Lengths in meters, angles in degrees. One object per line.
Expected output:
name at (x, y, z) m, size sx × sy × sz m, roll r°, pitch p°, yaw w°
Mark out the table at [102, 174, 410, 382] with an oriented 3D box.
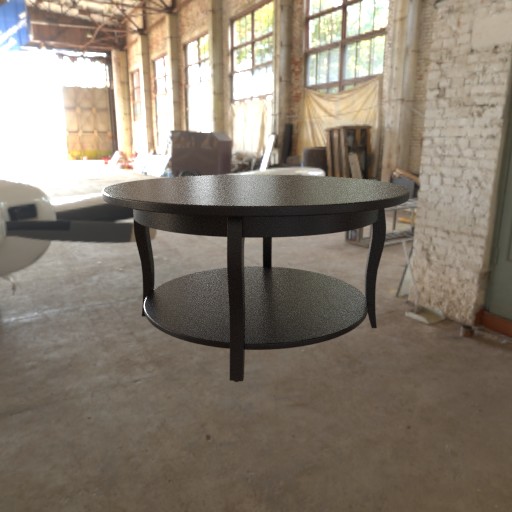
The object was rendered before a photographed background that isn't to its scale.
table at (0.000, 0.000, 1.446) m, size 0.914 × 0.457 × 0.914 m, roll 0°, pitch 15°, yaw 0°
